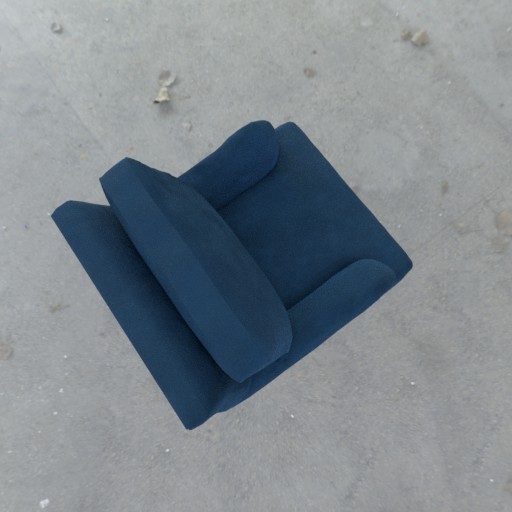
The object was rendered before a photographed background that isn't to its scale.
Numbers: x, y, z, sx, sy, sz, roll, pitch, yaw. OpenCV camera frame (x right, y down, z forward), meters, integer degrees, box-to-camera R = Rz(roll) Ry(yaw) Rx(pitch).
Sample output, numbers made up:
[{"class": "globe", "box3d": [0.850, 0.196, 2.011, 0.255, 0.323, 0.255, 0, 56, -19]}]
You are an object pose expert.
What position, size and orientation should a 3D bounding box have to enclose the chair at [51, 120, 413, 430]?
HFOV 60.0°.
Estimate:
[{"class": "chair", "box3d": [0.000, 0.000, 1.868, 1.078, 1.076, 0.895, -35, 77, -9]}]
